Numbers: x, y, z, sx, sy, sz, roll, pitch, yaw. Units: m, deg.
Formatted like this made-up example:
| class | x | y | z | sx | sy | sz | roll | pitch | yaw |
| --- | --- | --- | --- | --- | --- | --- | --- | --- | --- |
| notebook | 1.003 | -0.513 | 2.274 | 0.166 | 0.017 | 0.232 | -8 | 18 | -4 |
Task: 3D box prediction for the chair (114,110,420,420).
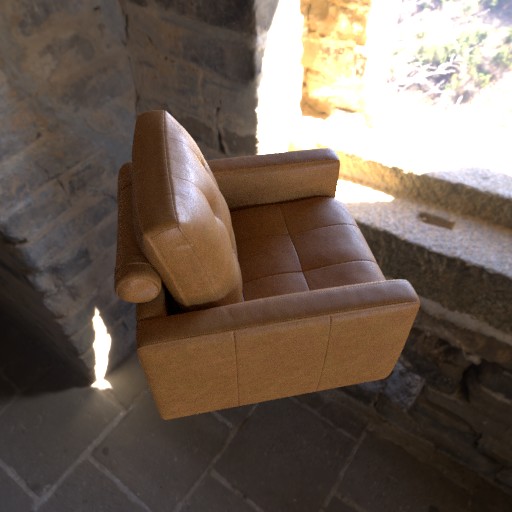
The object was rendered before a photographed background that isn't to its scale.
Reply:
| class | x | y | z | sx | sy | sz | roll | pitch | yaw |
| --- | --- | --- | --- | --- | --- | --- | --- | --- | --- |
| chair | 0.000 | 0.000 | 1.560 | 0.868 | 0.896 | 0.831 | -8 | 47 | -8 |
